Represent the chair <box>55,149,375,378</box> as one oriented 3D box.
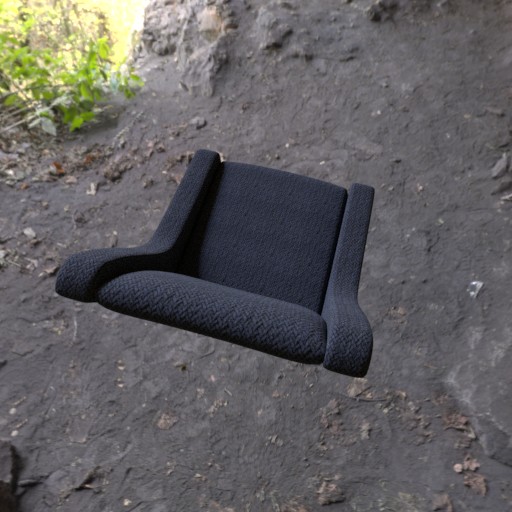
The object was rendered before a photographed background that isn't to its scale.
[{"bbox_3d":[0.000,0.000,1.675,0.793,1.012,0.944,14,63,7],"label":"chair"}]
